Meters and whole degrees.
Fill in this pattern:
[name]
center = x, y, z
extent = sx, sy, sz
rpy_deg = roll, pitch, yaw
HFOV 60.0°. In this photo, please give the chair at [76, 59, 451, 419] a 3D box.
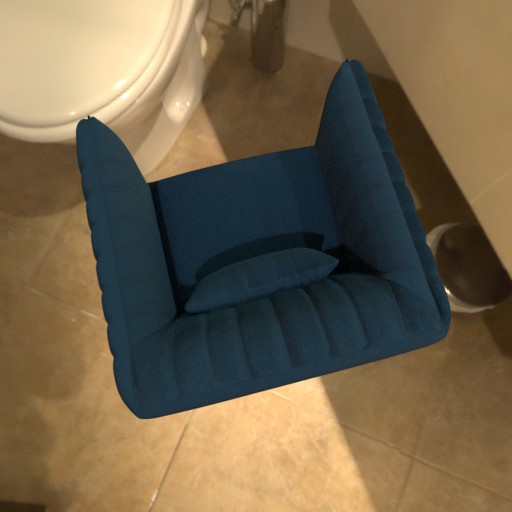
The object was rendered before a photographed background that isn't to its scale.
[chair]
center = 0.000, 0.000, 1.557
extent = 0.947, 0.793, 0.877
rpy_deg = -14, 76, -4
